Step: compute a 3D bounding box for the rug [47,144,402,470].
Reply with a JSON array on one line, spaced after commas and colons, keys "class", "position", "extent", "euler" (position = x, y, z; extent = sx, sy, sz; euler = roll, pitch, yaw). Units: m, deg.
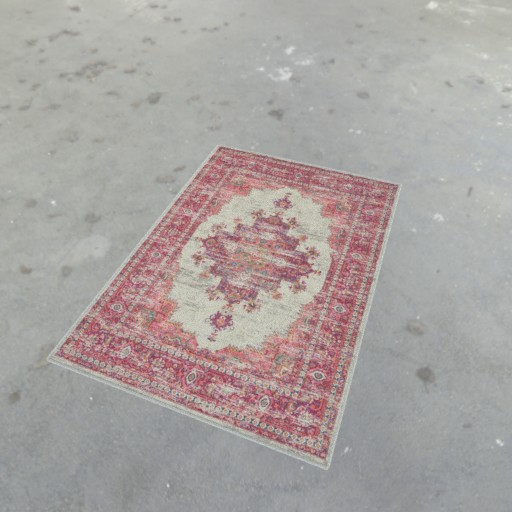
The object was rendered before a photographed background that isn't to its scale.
[{"class": "rug", "position": [0.000, 0.000, 2.264], "extent": [1.217, 0.011, 1.747], "euler": [16, 49, 14]}]
